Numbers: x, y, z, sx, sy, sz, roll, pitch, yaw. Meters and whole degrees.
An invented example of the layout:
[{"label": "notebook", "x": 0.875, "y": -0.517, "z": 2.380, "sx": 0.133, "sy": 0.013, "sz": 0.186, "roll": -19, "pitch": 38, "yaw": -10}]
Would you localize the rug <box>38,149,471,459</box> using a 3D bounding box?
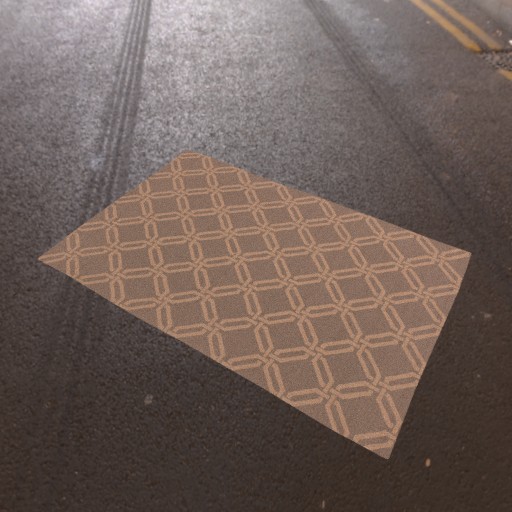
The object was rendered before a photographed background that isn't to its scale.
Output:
[{"label": "rug", "x": 0.000, "y": 0.000, "z": 2.121, "sx": 1.754, "sy": 0.010, "sz": 1.148, "roll": 24, "pitch": 50, "yaw": 22}]
